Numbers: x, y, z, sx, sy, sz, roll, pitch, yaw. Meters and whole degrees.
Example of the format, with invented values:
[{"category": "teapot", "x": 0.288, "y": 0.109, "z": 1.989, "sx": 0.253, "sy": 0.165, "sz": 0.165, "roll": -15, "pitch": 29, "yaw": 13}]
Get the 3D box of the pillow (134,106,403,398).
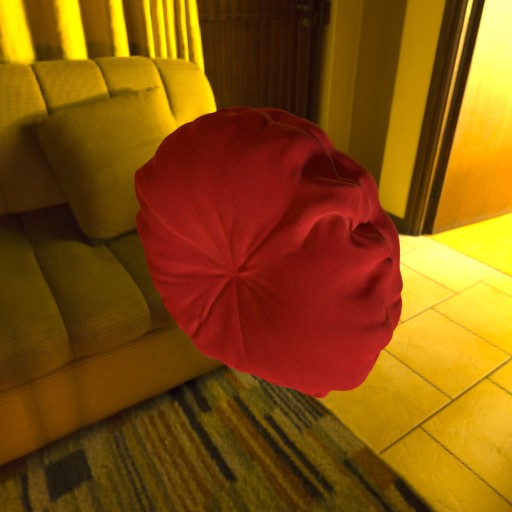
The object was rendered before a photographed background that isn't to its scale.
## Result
[{"category": "pillow", "x": 0.000, "y": 0.000, "z": 0.633, "sx": 0.428, "sy": 0.407, "sz": 0.148, "roll": 20, "pitch": 36, "yaw": 30}]
